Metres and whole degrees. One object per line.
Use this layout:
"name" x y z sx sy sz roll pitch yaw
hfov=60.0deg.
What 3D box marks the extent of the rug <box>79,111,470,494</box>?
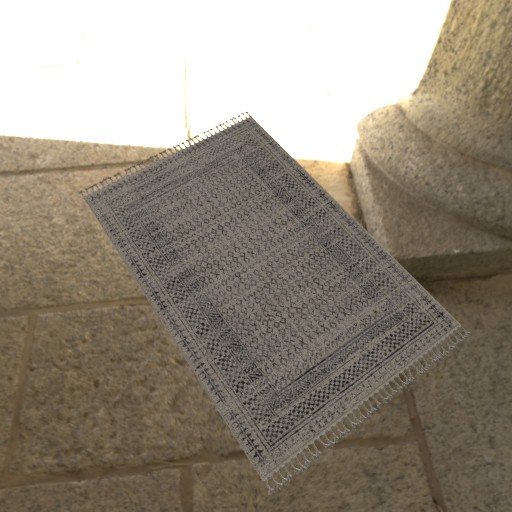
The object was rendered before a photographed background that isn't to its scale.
"rug" 0.000 0.000 3.038 1.548 0.013 2.486 -31 64 -17
